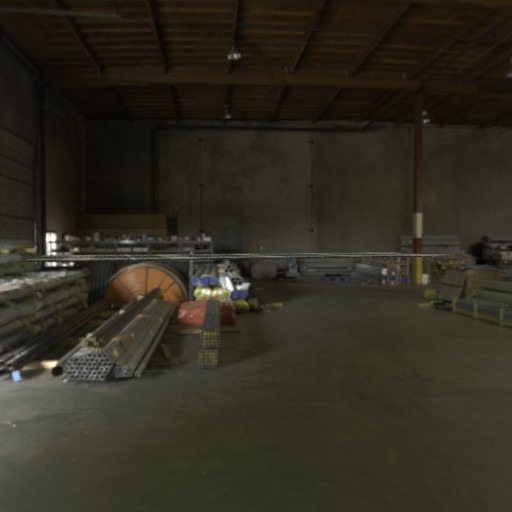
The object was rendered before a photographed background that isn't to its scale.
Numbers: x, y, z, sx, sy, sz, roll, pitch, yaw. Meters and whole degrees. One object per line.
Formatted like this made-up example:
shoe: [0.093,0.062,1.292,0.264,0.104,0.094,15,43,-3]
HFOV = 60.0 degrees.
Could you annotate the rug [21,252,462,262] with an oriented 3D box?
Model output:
rug: [0.000,0.000,2.683,2.434,0.012,0.760,-1,2,-19]
